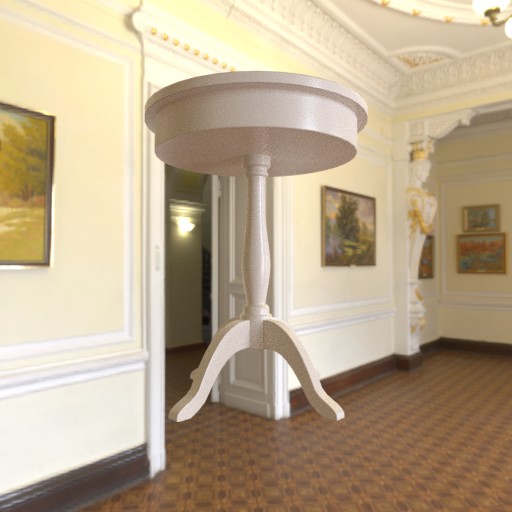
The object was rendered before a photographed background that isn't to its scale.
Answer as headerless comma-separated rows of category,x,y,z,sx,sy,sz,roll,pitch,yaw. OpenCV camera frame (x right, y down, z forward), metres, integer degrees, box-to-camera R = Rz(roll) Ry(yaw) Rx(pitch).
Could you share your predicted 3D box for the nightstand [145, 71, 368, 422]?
nightstand,0.000,0.000,1.041,0.513,0.653,0.513,1,-2,-37
